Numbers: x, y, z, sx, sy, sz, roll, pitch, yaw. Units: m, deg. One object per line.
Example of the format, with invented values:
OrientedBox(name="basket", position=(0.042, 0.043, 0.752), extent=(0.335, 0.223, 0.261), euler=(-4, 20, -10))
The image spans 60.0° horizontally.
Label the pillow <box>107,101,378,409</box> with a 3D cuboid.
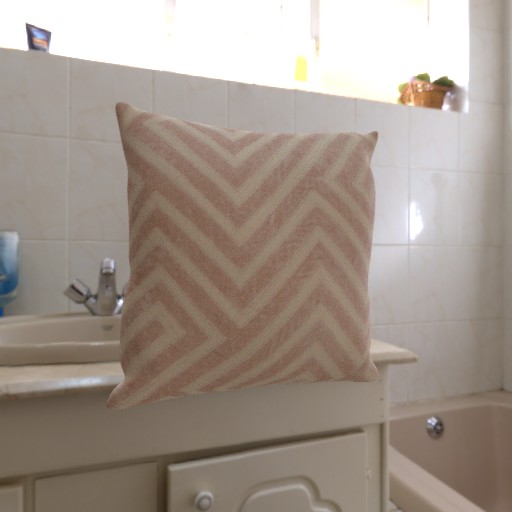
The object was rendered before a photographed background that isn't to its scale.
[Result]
OrientedBox(name="pillow", position=(0.000, 0.000, 0.690), extent=(0.440, 0.441, 0.182), euler=(0, -1, -17))
